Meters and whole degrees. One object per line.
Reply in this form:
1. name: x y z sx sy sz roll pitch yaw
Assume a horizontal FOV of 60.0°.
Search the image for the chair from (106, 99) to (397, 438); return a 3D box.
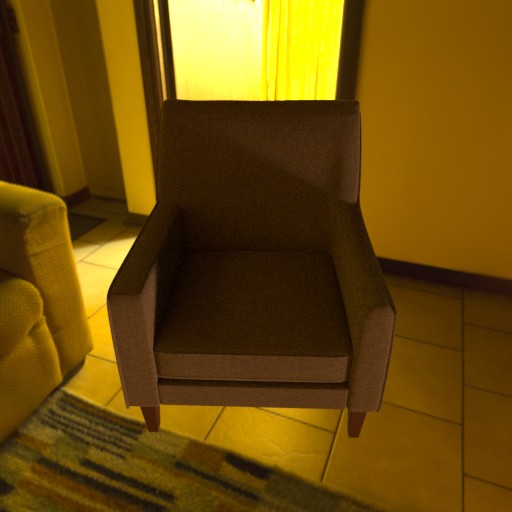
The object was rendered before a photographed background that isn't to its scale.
1. chair: 0.000 0.000 1.579 0.780 0.919 0.899 1 30 2
